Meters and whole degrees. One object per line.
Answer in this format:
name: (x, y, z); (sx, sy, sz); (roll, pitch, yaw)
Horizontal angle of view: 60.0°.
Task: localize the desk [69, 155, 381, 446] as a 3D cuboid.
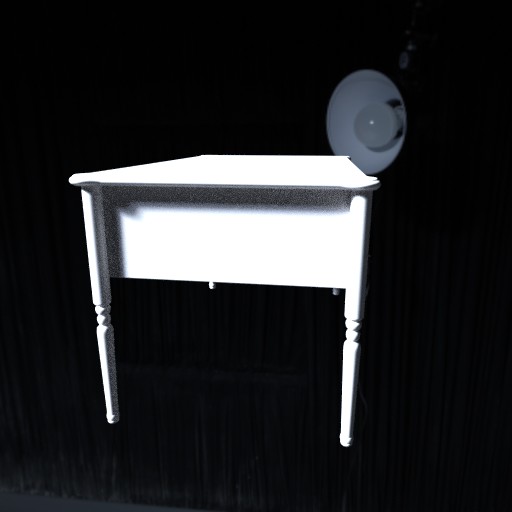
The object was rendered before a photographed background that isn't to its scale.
desk: (0.000, 0.000, 1.843); (0.807, 0.762, 1.380); (2, 15, 8)
